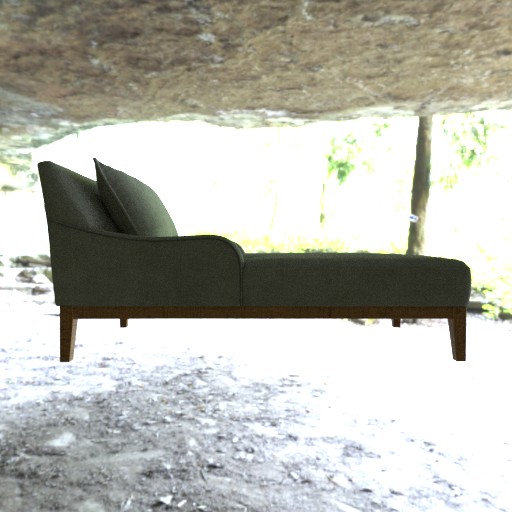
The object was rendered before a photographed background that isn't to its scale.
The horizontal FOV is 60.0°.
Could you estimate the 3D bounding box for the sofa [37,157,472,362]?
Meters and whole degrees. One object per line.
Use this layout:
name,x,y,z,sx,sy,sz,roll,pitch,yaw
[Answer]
sofa,0.000,0.000,2.237,1.779,0.859,0.894,0,1,0
